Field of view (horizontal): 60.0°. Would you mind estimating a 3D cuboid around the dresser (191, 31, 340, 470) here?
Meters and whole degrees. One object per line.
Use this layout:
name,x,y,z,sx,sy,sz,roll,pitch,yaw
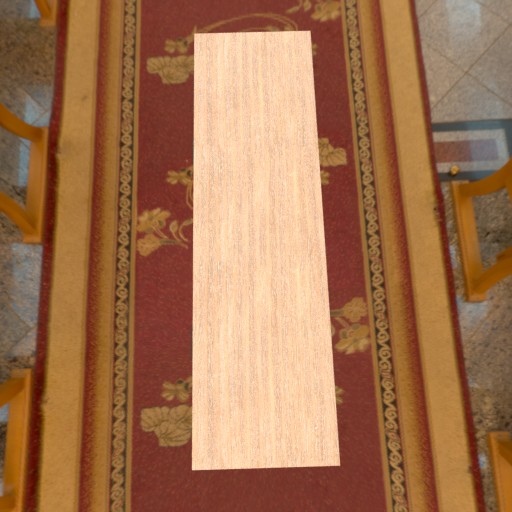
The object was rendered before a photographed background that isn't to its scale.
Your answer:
dresser,0.000,0.000,1.943,0.457,0.914,1.524,-2,76,0
